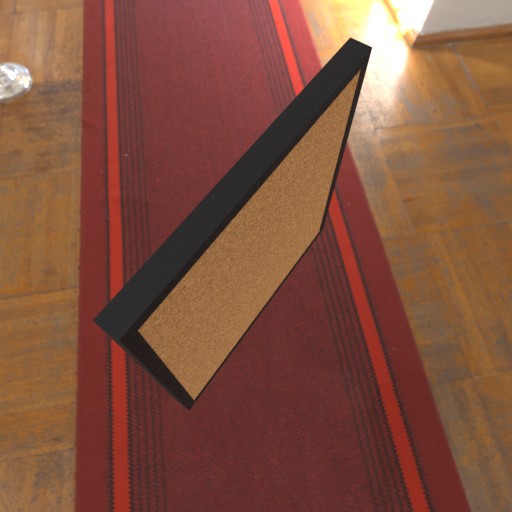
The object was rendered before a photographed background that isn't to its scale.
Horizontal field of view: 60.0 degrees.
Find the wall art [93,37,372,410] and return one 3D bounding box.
[{"bbox_3d":[0.000,0.000,0.749,0.036,0.503,0.506,32,68,15],"label":"wall art"}]
